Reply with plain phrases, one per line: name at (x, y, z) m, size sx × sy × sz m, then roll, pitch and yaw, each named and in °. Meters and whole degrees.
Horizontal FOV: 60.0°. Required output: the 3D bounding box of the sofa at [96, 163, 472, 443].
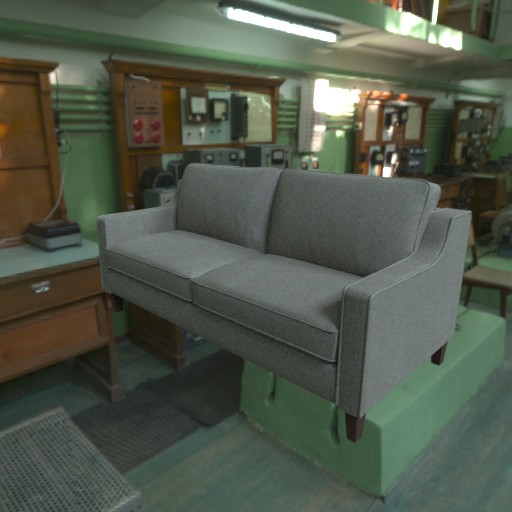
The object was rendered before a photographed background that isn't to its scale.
sofa at (0.000, 0.000, 2.803) m, size 2.181 × 1.074 × 1.073 m, roll 15°, pitch 22°, yaw 41°
